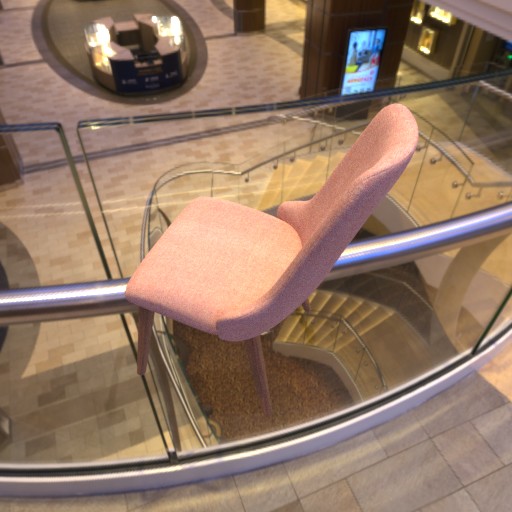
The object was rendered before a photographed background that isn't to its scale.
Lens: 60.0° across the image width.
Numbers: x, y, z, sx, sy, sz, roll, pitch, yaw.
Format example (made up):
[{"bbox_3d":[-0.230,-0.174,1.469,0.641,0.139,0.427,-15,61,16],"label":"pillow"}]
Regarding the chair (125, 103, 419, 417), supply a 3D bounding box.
[{"bbox_3d":[0.000,0.000,1.312,0.707,0.918,0.535,16,47,15],"label":"chair"}]
